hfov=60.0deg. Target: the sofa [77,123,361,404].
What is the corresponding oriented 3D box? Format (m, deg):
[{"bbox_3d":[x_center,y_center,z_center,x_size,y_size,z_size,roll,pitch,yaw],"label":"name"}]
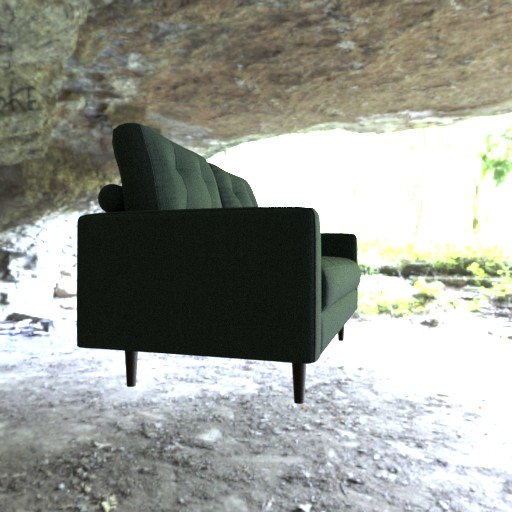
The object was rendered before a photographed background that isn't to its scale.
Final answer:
[{"bbox_3d":[0.000,0.000,1.977,0.842,0.907,1.407,0,-1,18],"label":"sofa"}]
